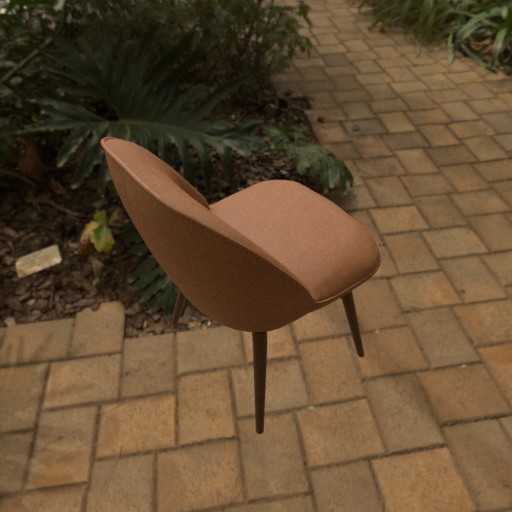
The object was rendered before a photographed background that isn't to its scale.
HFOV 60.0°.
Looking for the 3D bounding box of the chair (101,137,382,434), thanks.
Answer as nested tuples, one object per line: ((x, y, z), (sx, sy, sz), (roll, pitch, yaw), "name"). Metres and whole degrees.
((0.000, 0.000, 1.232), (0.631, 0.831, 0.521), (-28, 50, -26), "chair")
